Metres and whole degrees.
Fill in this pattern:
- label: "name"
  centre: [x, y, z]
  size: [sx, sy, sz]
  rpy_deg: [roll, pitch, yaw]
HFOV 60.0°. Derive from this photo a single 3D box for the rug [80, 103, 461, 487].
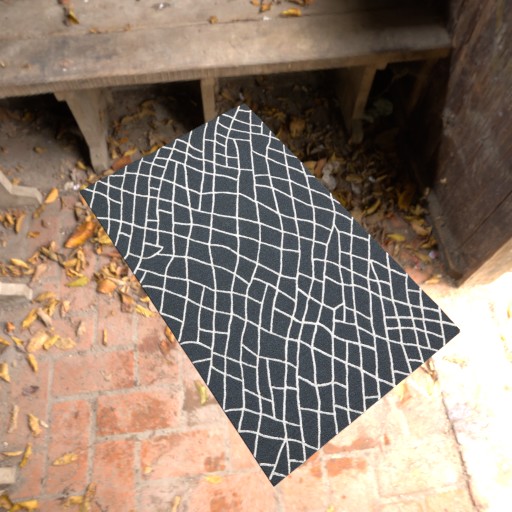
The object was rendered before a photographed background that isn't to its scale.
- label: "rug"
  centre: [0.000, 0.000, 3.109]
  size: [1.529, 0.017, 2.448]
  rpy_deg: [-33, 68, -15]
